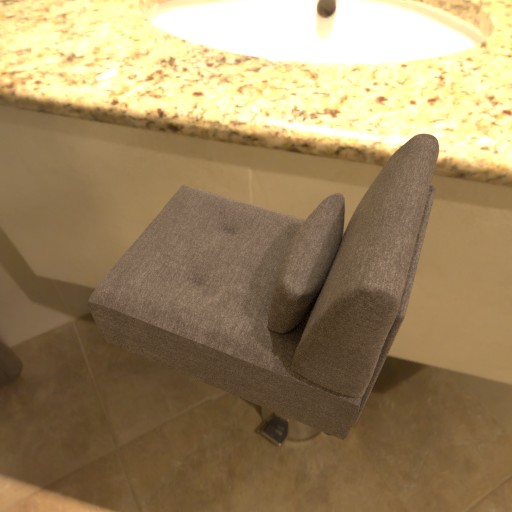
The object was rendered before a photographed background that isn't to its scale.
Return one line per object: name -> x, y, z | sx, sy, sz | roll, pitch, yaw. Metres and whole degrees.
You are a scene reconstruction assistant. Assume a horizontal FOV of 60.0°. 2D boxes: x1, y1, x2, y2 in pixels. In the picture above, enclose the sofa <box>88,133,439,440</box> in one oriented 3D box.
sofa -> 0.000, 0.000, 1.553 | 1.000, 0.820, 0.700 | 18, 51, 15
